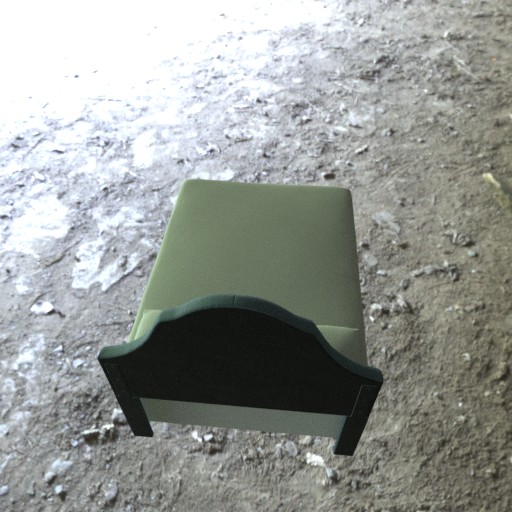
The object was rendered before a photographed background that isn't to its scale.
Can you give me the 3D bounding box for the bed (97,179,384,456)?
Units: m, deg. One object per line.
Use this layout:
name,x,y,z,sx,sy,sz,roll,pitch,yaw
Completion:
bed,0.000,0.000,3.252,1.636,1.575,2.155,4,46,4
